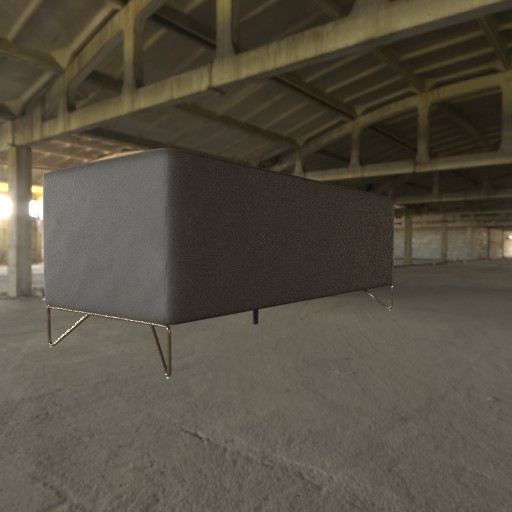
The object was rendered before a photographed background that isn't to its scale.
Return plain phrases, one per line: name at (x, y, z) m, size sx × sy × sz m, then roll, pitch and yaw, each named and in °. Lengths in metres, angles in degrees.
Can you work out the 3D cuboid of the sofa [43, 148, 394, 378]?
sofa at (0.000, 0.000, 2.545) m, size 0.867 × 0.789 × 2.087 m, roll 1°, pitch 2°, yaw 38°
